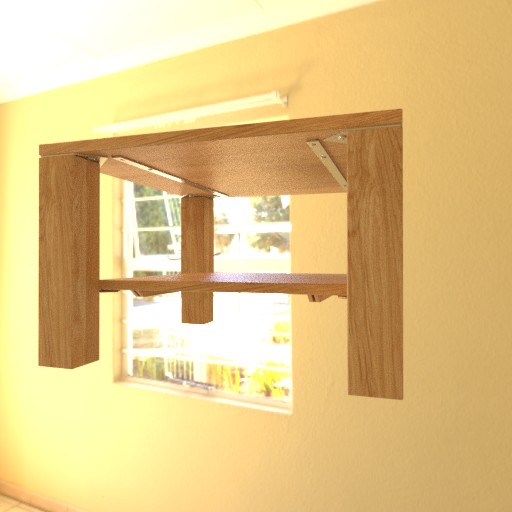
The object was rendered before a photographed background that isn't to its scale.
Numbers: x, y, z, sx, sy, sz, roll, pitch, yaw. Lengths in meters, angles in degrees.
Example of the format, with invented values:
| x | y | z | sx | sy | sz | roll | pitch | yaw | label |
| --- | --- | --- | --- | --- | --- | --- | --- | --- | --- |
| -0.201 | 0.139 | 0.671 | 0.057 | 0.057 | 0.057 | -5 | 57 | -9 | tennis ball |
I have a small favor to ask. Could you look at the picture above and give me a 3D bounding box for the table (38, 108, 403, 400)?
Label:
| x | y | z | sx | sy | sz | roll | pitch | yaw | label |
| --- | --- | --- | --- | --- | --- | --- | --- | --- | --- |
| 0.000 | 0.000 | 1.121 | 0.700 | 0.450 | 0.700 | 0 | 0 | 18 | table |
